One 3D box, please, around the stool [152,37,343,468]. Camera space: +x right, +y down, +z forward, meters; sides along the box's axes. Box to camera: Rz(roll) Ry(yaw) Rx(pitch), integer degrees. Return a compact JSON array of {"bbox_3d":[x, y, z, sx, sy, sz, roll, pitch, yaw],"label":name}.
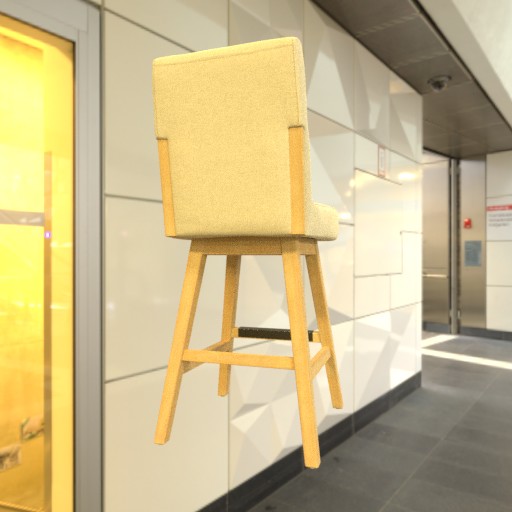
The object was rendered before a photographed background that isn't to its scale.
[{"bbox_3d":[0.000,0.000,1.310,0.446,1.015,0.543,0,0,19],"label":"stool"}]
